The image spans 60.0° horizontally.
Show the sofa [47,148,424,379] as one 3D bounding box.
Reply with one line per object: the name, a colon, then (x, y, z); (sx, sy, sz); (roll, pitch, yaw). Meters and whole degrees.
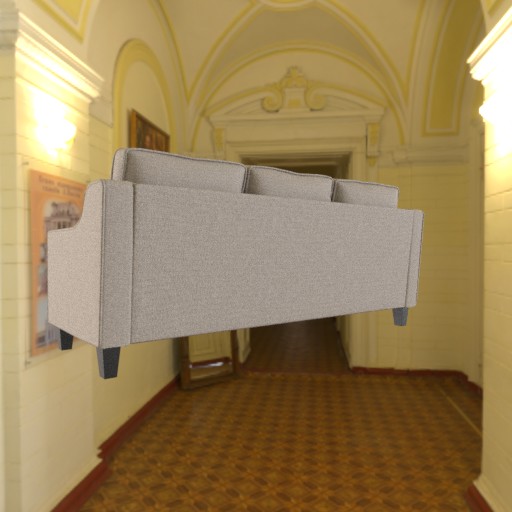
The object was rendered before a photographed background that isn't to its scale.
sofa: (0.000, 0.000, 2.636); (2.129, 0.950, 0.899); (-1, 1, -38)
